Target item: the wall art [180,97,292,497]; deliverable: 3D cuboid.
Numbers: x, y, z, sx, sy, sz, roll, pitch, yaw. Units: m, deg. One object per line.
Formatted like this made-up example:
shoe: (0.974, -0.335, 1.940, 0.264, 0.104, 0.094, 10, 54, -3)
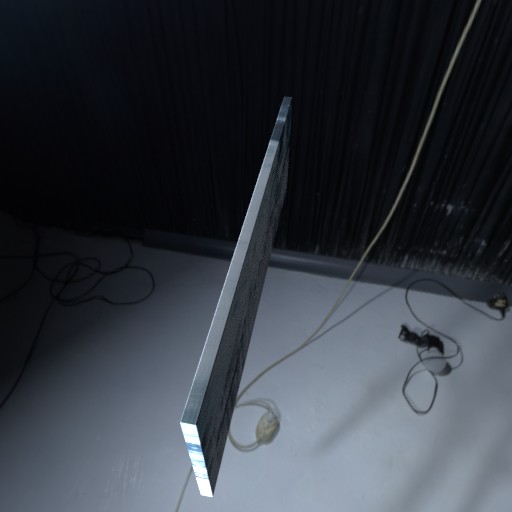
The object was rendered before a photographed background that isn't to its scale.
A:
wall art: (0.000, 0.000, 1.656, 0.037, 0.509, 1.524, 8, 47, 8)
